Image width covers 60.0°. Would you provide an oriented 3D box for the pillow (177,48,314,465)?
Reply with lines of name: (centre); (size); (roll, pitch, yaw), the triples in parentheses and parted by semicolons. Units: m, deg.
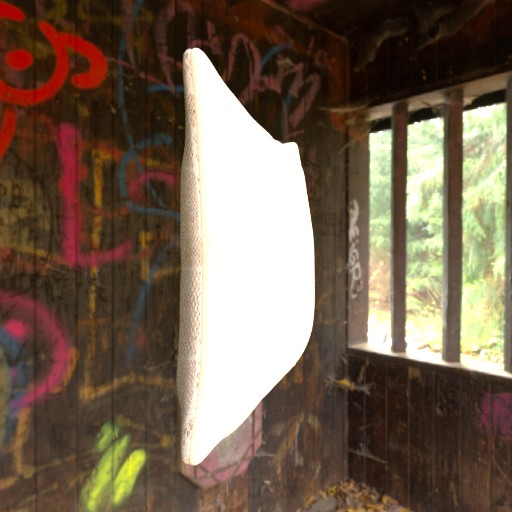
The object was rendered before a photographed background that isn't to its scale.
pillow: (0.000, 0.000, 0.660); (0.138, 0.432, 0.436); (0, 1, 18)
